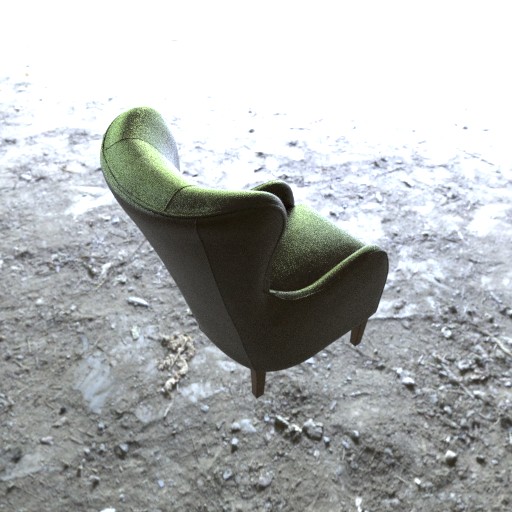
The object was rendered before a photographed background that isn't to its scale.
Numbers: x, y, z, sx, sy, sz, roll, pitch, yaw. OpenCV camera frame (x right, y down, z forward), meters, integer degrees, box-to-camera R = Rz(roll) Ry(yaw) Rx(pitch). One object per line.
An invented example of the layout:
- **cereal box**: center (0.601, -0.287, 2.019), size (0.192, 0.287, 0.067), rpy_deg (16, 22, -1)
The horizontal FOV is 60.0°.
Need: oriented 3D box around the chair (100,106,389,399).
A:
- **chair**: center (0.000, 0.000, 1.658), size (0.914, 1.048, 0.692), rpy_deg (-25, 47, -26)
